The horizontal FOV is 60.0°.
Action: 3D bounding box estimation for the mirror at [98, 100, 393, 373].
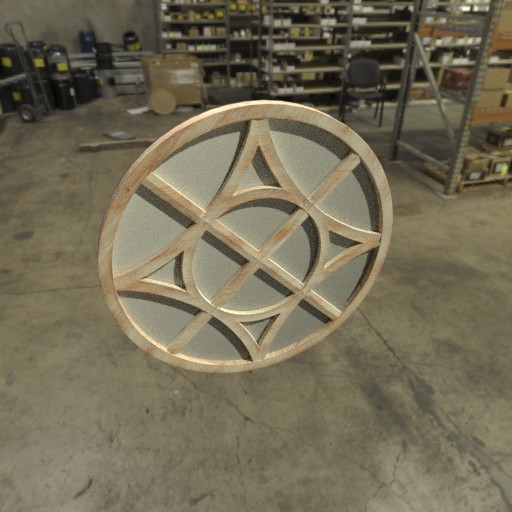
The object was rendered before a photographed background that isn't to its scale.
[{"bbox_3d":[0.000,0.000,1.057,0.710,0.710,0.038,-9,33,-15],"label":"mirror"}]
